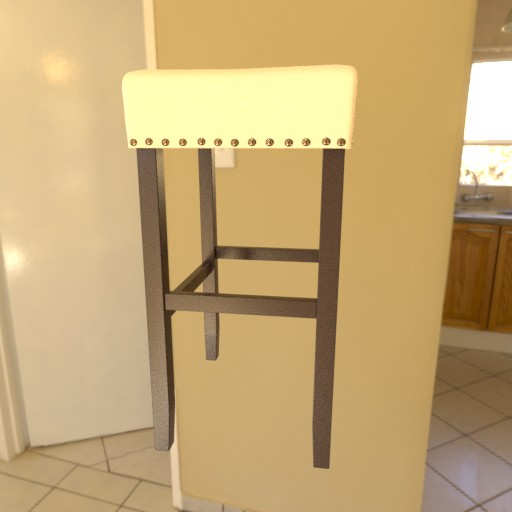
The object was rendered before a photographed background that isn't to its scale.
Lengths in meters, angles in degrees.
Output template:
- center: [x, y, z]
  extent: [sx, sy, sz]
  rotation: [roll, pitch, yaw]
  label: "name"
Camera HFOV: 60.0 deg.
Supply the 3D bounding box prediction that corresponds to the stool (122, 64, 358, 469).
- center: [0.000, 0.000, 1.036]
  extent: [0.401, 0.762, 0.471]
  rotation: [2, 14, 9]
  label: "stool"
